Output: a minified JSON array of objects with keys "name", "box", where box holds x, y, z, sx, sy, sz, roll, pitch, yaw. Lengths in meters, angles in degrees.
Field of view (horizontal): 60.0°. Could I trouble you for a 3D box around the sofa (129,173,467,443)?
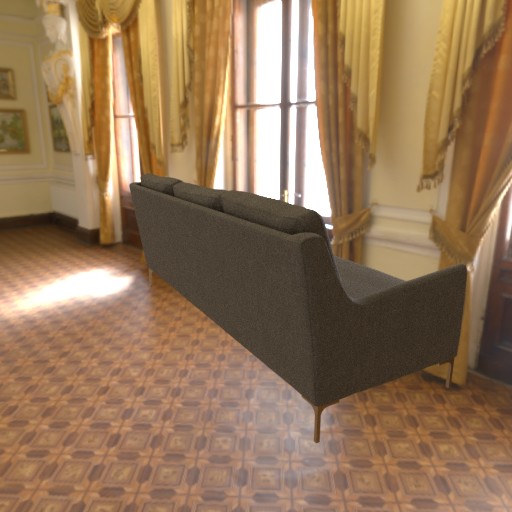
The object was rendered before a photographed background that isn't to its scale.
[{"name":"sofa","box":[0.000,0.000,2.473,0.849,0.837,2.060,-8,17,-29]}]
